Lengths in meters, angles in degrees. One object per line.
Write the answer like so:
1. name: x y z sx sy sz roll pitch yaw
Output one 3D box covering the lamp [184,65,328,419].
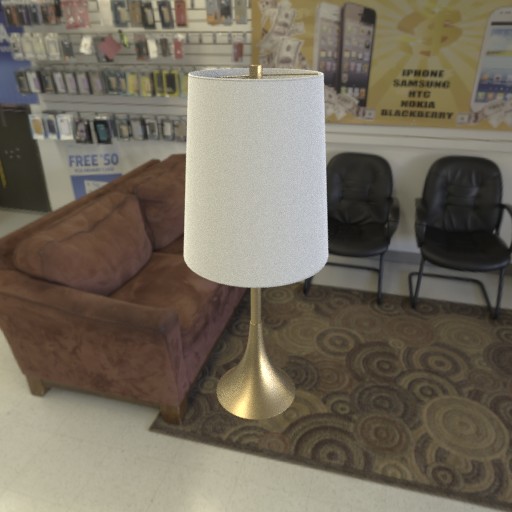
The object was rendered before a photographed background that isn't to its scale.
1. lamp: 0.000 0.000 0.719 0.231 0.569 0.231 0 27 0
